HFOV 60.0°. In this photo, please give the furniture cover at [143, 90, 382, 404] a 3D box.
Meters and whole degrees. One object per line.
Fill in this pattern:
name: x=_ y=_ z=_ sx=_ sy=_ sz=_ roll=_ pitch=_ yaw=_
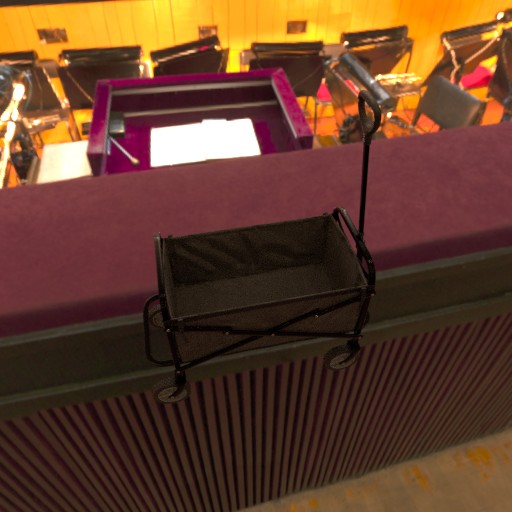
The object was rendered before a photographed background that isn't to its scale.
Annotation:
furniture cover: x=0.000 y=0.000 z=1.813 sx=1.038 sy=1.295 sz=0.532 roll=-9 pitch=46 yaw=-9
